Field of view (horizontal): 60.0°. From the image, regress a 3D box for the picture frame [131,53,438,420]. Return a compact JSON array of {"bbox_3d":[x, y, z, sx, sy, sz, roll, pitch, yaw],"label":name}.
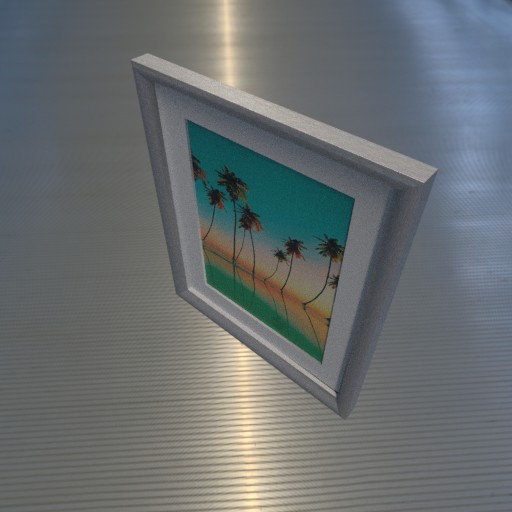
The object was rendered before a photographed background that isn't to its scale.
[{"bbox_3d":[0.000,0.000,0.525,0.327,0.378,0.027,32,53,27],"label":"picture frame"}]
